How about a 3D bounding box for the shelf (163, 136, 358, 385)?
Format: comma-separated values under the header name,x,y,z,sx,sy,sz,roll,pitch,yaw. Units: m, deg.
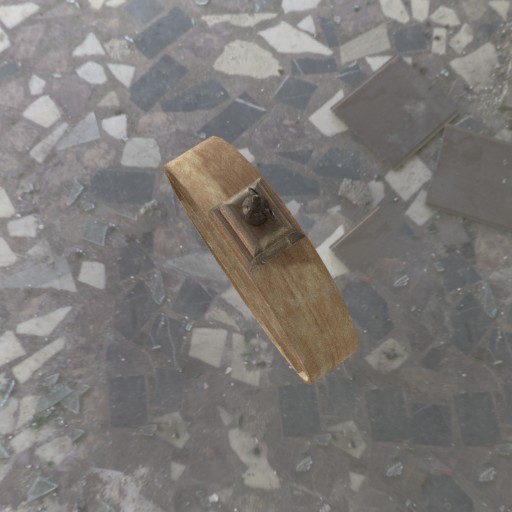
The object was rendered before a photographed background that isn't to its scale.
name,x,y,z,sx,sy,sz,roll,pitch,yaw
shelf,0.000,0.000,1.002,0.125,0.725,0.601,-34,79,-8
